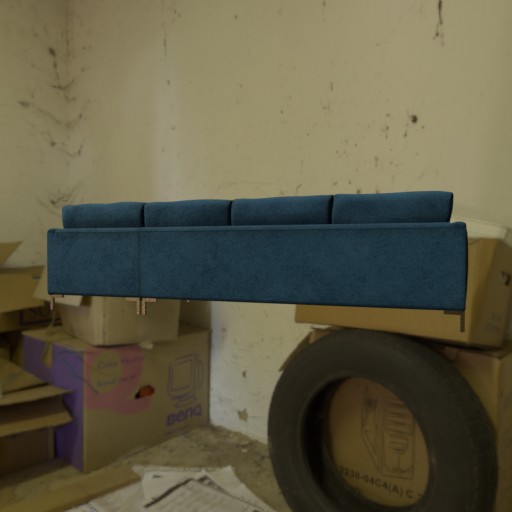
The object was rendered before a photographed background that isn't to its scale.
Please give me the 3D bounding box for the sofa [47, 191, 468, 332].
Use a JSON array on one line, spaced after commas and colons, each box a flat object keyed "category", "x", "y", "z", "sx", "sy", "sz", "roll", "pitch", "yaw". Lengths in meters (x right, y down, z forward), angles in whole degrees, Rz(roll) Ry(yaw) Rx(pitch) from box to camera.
[{"category": "sofa", "x": 0.000, "y": 0.000, "z": 3.513, "sx": 2.932, "sy": 0.810, "sz": 1.350, "roll": 0, "pitch": 1, "yaw": 18}]
